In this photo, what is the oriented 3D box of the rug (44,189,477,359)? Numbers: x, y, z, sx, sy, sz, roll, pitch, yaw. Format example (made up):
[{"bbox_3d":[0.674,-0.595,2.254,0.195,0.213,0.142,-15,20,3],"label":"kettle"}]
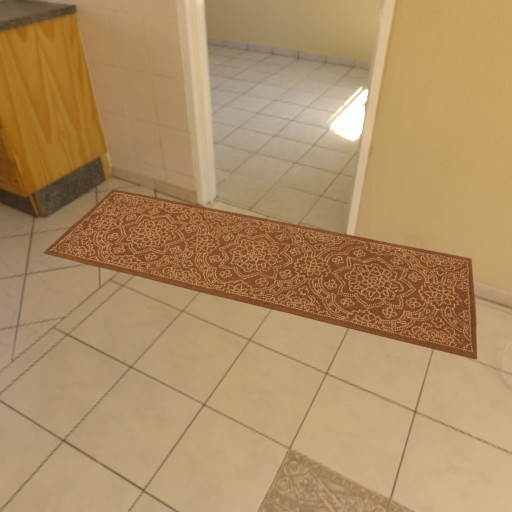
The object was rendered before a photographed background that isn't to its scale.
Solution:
[{"bbox_3d":[0.000,0.000,2.643,2.448,0.012,0.769,12,42,14],"label":"rug"}]
